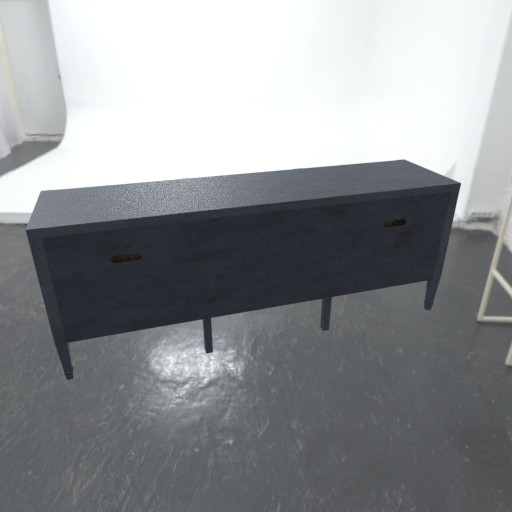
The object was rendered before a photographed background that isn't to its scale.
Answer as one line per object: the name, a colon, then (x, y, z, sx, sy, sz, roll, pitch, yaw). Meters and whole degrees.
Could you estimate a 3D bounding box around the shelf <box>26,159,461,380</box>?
shelf: (0.000, 0.000, 2.202, 1.878, 0.715, 0.471, -8, 28, -15)
